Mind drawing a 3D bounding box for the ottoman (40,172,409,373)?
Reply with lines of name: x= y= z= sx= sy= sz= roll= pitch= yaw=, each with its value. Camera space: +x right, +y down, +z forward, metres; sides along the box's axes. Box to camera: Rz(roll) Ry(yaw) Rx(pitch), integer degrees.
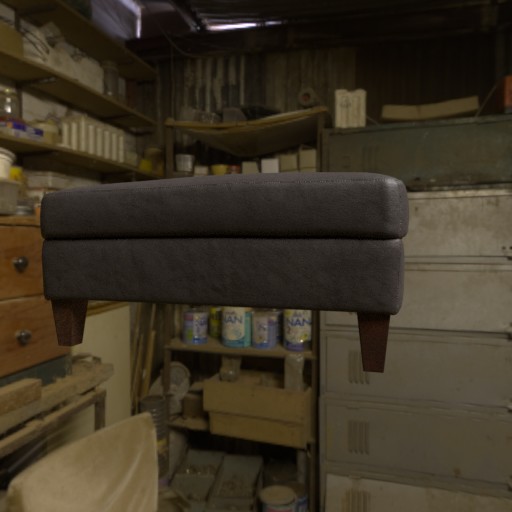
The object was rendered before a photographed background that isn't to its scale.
ottoman: x=0.000 y=0.000 z=1.301 sx=0.836 sy=0.415 sz=0.844 roll=0 pitch=2 yaw=18
